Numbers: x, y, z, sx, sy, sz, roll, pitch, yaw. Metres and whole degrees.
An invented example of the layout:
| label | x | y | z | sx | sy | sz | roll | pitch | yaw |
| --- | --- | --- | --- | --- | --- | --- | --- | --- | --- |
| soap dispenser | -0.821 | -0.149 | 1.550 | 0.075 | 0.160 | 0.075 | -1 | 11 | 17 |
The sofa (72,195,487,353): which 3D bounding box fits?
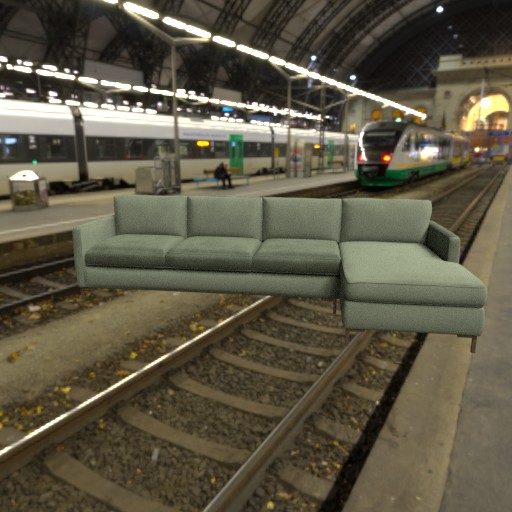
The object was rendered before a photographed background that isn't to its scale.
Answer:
| label | x | y | z | sx | sy | sz | roll | pitch | yaw |
| --- | --- | --- | --- | --- | --- | --- | --- | --- | --- |
| sofa | 0.000 | 0.000 | 3.162 | 2.725 | 0.756 | 1.255 | 2 | 13 | 8 |
